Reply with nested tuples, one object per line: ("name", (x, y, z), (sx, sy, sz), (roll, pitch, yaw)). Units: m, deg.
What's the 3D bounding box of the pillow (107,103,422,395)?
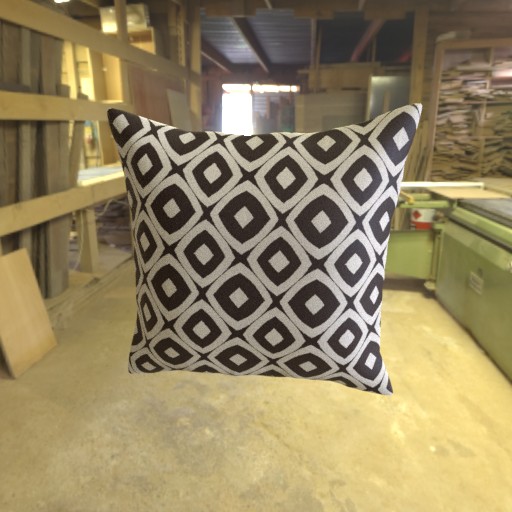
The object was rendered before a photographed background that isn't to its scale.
("pillow", (0.000, 0.000, 0.766), (0.504, 0.494, 0.188), (2, 15, 9))
